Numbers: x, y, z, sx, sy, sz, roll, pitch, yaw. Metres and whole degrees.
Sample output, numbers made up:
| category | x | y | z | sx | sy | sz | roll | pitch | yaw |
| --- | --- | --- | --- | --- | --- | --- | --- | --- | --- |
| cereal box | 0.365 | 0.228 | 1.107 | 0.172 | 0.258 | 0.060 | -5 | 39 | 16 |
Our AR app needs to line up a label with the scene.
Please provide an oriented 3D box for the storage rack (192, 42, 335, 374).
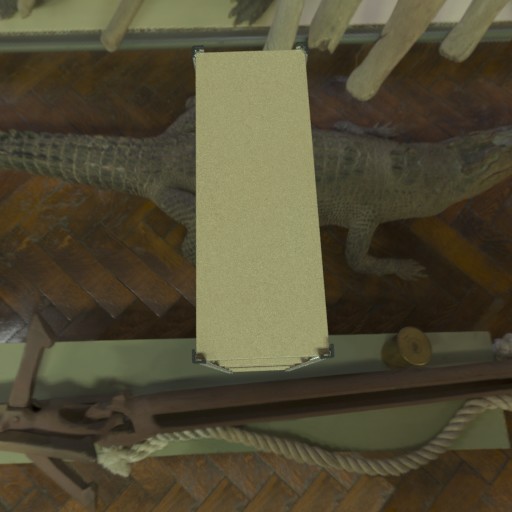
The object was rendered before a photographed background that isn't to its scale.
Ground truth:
| category | x | y | z | sx | sy | sz | roll | pitch | yaw |
| --- | --- | --- | --- | --- | --- | --- | --- | --- | --- |
| storage rack | 0.000 | 0.000 | 2.456 | 0.457 | 1.829 | 1.219 | -2 | 74 | -1 |
